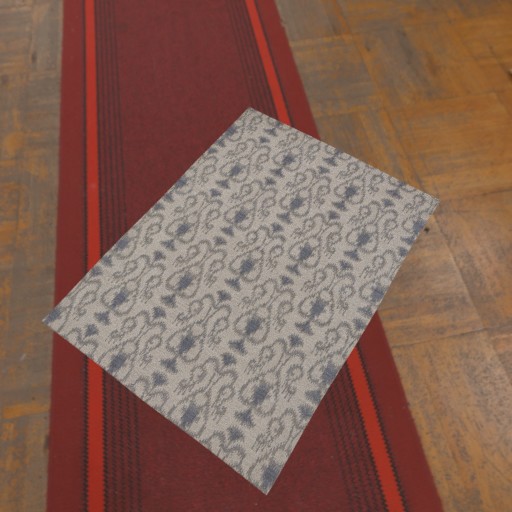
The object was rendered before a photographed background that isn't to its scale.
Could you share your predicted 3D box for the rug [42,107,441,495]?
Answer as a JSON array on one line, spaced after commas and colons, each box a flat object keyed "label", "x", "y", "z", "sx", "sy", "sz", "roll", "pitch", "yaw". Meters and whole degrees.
[{"label": "rug", "x": 0.000, "y": 0.000, "z": 2.955, "sx": 1.676, "sy": 0.013, "sz": 2.261, "roll": 31, "pitch": 65, "yaw": 16}]
